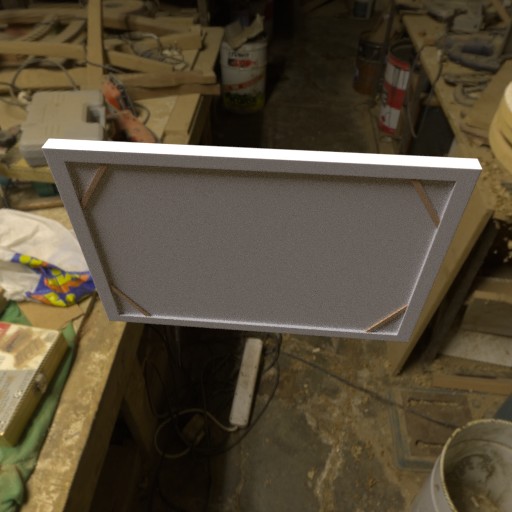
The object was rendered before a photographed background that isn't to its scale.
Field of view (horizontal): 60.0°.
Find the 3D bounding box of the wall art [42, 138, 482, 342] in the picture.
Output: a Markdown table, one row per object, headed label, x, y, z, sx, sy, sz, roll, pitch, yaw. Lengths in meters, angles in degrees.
| label | x | y | z | sx | sy | sz | roll | pitch | yaw |
| --- | --- | --- | --- | --- | --- | --- | --- | --- | --- |
| wall art | 0.000 | 0.000 | 1.145 | 0.914 | 0.609 | 0.038 | 4 | 45 | 4 |
